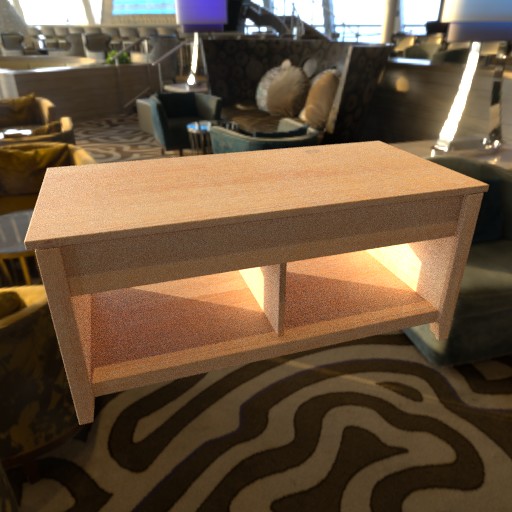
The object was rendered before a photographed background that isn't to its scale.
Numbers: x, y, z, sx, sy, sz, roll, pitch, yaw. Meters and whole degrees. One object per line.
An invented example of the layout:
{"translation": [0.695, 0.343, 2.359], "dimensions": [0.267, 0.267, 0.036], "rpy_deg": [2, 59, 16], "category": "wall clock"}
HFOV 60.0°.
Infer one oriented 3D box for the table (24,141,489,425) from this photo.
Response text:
{"translation": [0.000, 0.000, 1.228], "dimensions": [1.016, 0.457, 0.483], "rpy_deg": [-9, 29, -16], "category": "table"}
